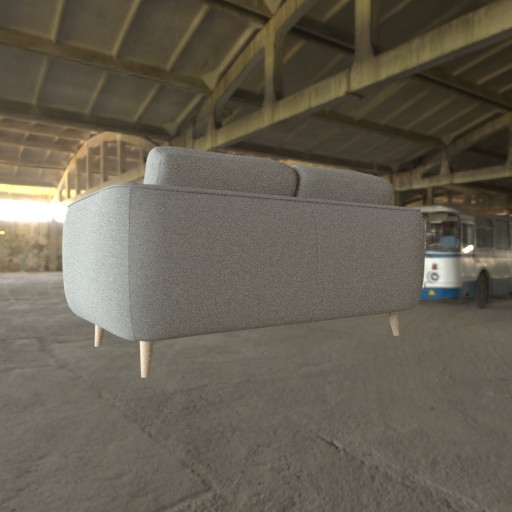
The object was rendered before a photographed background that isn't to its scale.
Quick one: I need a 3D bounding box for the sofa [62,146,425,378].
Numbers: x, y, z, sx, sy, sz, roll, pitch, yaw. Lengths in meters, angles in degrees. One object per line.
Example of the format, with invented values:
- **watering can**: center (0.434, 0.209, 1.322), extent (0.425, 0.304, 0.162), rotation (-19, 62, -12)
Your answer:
- **sofa**: center (0.000, 0.000, 2.223), extent (1.700, 0.850, 0.920), rotation (0, 1, -34)
